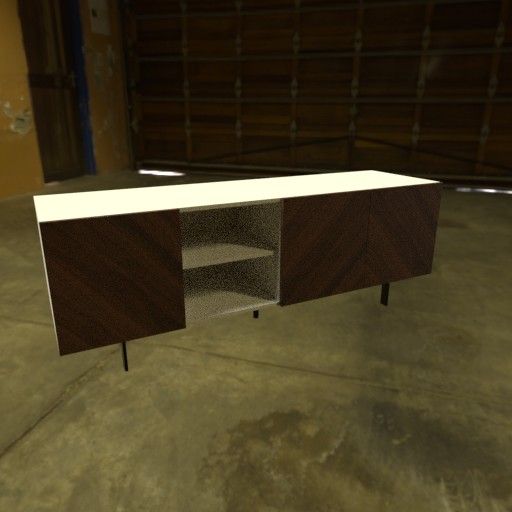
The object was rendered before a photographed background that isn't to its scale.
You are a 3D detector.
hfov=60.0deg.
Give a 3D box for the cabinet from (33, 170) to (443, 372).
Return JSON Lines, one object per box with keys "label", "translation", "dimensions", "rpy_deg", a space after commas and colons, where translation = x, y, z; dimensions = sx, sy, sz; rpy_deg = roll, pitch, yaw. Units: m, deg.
{"label": "cabinet", "translation": [0.000, 0.000, 1.751], "dimensions": [1.499, 0.533, 0.431], "rpy_deg": [-9, 20, -26]}
